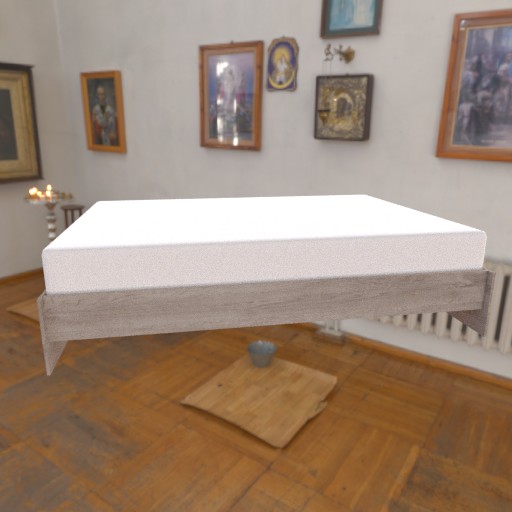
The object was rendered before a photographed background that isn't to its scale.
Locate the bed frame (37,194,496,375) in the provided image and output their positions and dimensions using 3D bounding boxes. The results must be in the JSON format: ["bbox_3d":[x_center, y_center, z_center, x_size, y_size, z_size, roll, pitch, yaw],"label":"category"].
[{"bbox_3d":[0.000,0.000,2.542,1.945,0.497,1.445,-3,15,-10],"label":"bed frame"}]
